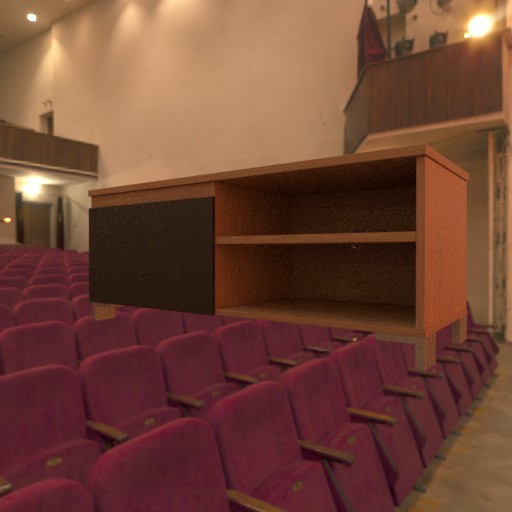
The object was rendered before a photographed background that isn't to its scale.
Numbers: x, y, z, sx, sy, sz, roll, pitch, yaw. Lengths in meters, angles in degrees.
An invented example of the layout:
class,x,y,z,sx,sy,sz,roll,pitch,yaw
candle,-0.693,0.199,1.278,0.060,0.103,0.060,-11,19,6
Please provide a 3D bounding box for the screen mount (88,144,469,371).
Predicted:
class,x,y,z,sx,sy,sz,roll,pitch,yaw
screen mount,0.000,0.000,1.317,1.084,0.432,0.406,0,1,36
